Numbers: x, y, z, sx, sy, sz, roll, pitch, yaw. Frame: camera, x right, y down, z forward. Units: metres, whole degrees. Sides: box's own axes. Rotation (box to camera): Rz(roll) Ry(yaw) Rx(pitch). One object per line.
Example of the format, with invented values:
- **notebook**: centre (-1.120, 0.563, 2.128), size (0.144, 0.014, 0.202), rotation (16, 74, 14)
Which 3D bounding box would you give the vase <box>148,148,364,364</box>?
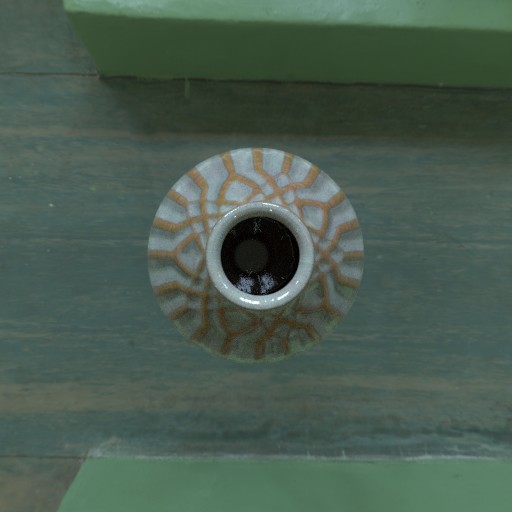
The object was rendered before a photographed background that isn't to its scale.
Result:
- **vase**: centre (0.000, 0.000, 0.264), size (0.131, 0.175, 0.131), rotation (0, 90, -1)
